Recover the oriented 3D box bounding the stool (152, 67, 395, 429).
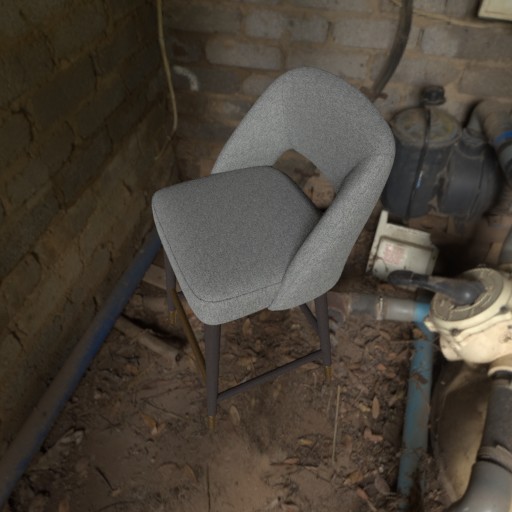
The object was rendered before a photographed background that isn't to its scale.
[{"bbox_3d":[0.000,0.000,1.283,0.524,0.925,0.536,-18,48,-16],"label":"stool"}]
